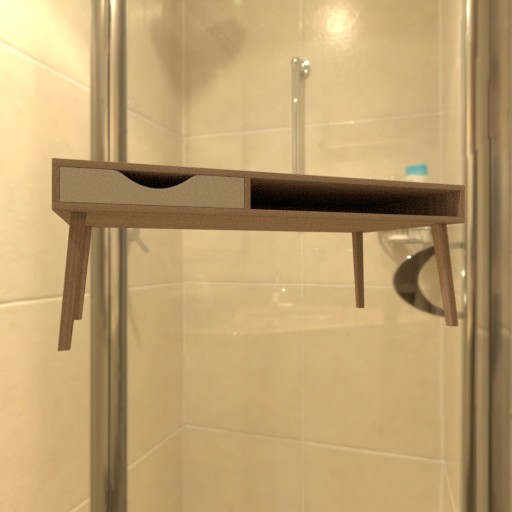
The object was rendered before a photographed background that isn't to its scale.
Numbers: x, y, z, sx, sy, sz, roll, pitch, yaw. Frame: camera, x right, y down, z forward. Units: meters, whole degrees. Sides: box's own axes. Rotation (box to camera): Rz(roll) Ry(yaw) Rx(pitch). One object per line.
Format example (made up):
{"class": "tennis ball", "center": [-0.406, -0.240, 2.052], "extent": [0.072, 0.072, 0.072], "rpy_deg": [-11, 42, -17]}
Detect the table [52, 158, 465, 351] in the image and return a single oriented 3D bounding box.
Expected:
{"class": "table", "center": [0.000, 0.000, 1.498], "extent": [1.200, 0.450, 0.600], "rpy_deg": [0, 0, -19]}
